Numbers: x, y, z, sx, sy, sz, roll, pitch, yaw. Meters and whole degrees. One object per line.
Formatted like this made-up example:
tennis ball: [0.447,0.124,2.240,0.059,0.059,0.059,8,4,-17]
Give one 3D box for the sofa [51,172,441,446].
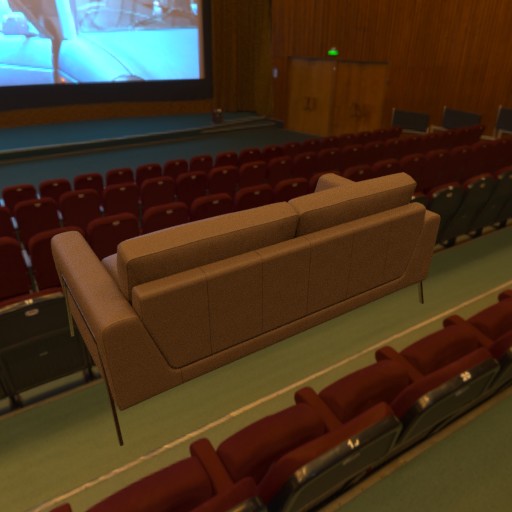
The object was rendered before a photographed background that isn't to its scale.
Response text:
sofa: [0.000,0.000,2.553,2.017,0.875,0.953,-17,33,-29]
